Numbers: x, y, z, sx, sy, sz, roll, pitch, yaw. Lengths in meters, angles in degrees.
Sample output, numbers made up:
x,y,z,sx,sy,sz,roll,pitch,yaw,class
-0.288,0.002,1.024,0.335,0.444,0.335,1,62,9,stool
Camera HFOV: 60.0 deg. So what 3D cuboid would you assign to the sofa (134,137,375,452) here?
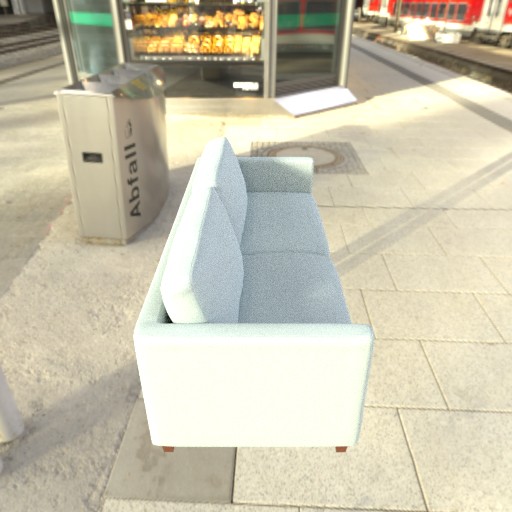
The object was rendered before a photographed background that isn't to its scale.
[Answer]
x,y,z,sx,sy,sz,roll,pitch,yaw,class
0.000,0.000,2.729,0.951,0.965,2.208,0,30,0,sofa
